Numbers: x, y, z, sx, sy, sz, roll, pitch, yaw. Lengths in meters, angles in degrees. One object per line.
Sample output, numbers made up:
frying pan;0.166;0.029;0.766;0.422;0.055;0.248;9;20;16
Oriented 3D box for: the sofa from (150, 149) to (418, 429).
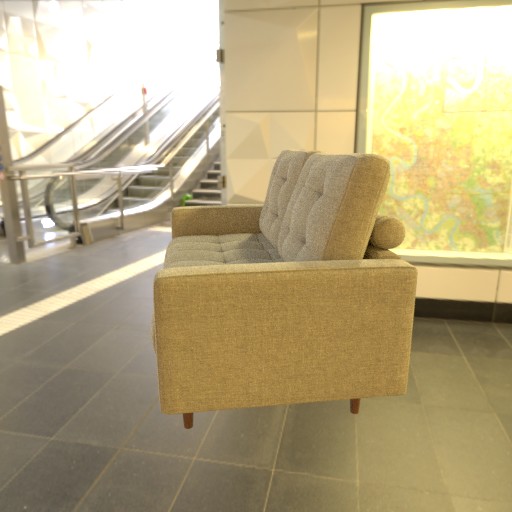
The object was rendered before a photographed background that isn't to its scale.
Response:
sofa;0.000;0.000;1.963;0.842;0.907;1.407;-2;14;-8
